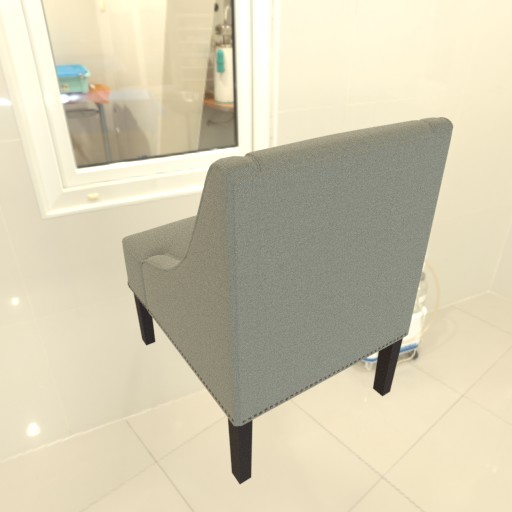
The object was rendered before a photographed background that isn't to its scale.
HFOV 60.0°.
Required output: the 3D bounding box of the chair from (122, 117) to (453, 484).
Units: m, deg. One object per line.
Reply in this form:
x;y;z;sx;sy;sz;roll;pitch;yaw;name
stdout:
0.000;0.000;1.328;0.610;0.864;0.737;-18;35;-29;chair
